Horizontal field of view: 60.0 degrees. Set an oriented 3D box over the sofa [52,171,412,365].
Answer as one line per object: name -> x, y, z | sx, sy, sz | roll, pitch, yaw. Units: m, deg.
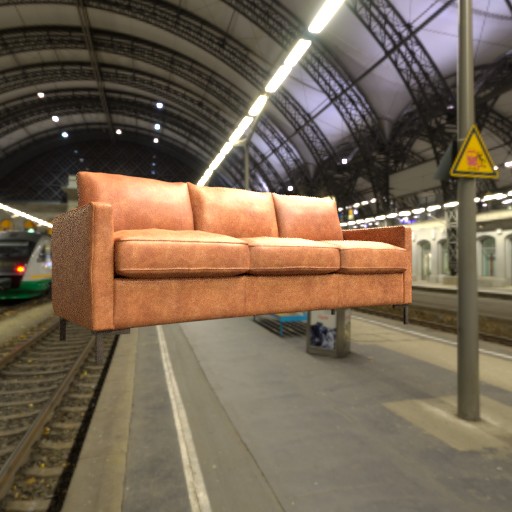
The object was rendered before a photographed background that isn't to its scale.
sofa -> 0.000, 0.000, 2.515 | 2.029, 0.863, 0.748 | 1, -1, -35
